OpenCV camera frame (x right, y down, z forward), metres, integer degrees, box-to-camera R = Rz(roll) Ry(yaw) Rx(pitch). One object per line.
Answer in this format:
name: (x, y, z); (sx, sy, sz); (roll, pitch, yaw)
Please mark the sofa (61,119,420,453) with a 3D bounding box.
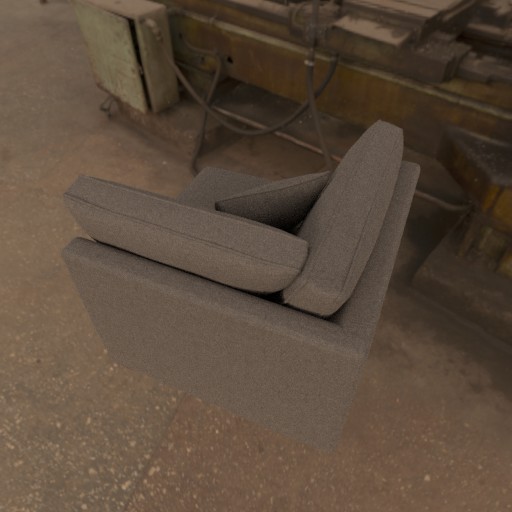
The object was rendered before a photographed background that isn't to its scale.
sofa: (0.000, 0.000, 1.992); (1.146, 1.002, 1.084); (17, 49, 16)
